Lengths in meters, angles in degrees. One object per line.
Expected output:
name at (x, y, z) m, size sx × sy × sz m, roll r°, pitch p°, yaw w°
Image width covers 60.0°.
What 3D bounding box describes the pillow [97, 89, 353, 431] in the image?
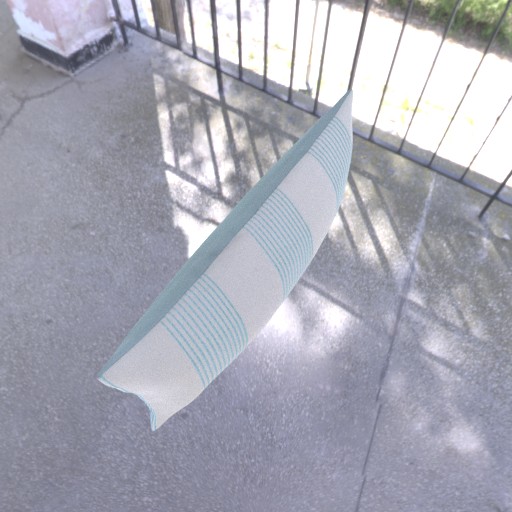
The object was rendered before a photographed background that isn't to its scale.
pillow at (0.000, 0.000, 0.744) m, size 0.151 × 0.287 × 0.610 m, roll 30°, pitch 63°, yaw 17°
